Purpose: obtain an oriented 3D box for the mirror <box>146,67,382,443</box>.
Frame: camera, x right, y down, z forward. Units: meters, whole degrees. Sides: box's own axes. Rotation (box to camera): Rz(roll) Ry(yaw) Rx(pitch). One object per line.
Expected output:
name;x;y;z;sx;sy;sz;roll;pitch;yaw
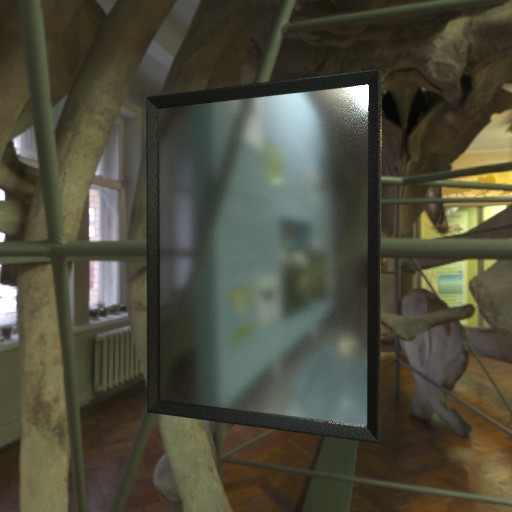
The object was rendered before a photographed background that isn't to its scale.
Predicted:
mirror;0.000;0.000;0.936;0.507;0.710;0.039;0;1;18
